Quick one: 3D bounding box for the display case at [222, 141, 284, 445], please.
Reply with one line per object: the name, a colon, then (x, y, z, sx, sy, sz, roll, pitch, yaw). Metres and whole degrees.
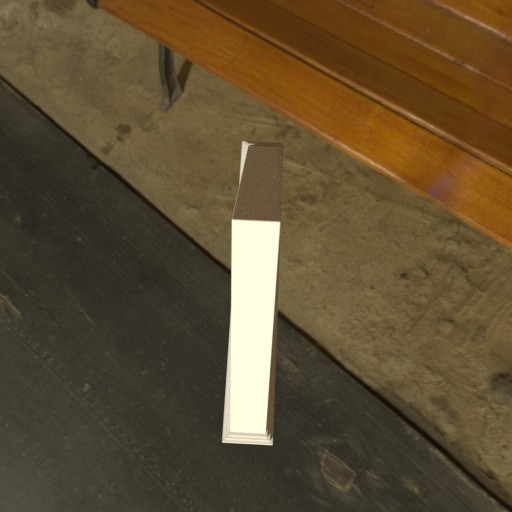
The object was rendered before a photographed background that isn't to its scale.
display case: (0.000, 0.000, 0.765, 0.095, 0.340, 0.640, 3, 74, 1)
